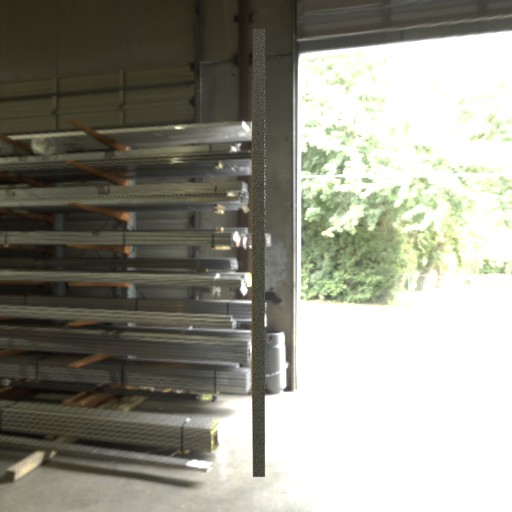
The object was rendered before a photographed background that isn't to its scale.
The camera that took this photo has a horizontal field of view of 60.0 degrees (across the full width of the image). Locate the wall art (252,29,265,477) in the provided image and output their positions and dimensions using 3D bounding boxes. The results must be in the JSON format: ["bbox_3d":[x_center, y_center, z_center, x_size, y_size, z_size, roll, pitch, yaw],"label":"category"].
[{"bbox_3d":[0.000,0.000,1.196,0.022,0.803,0.805,0,-1,-1],"label":"wall art"}]
